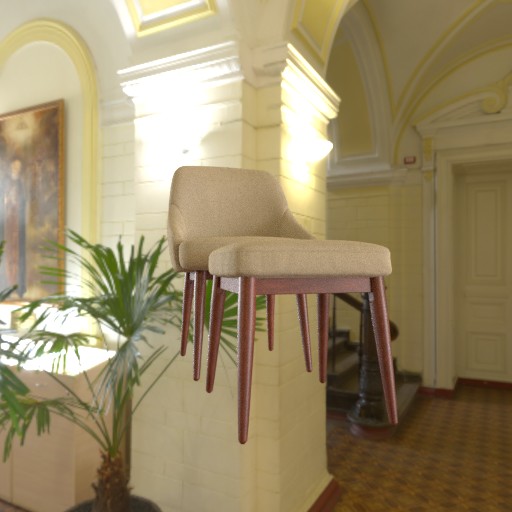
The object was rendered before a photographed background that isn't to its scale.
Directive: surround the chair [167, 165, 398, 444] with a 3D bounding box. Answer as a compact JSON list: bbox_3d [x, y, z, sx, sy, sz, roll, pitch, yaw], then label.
[{"bbox_3d":[0.000,0.000,1.587,0.584,0.866,1.114,0,-1,-17],"label":"chair"}]
